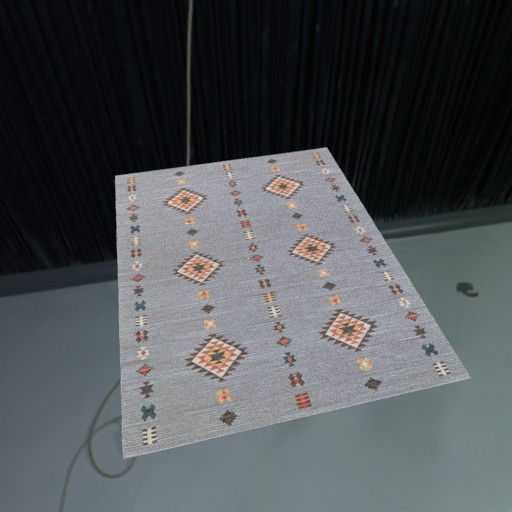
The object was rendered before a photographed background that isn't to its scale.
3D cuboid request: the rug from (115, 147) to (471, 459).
[{"bbox_3d":[0.000,0.000,3.978,2.425,0.008,3.035,-10,47,-9],"label":"rug"}]
